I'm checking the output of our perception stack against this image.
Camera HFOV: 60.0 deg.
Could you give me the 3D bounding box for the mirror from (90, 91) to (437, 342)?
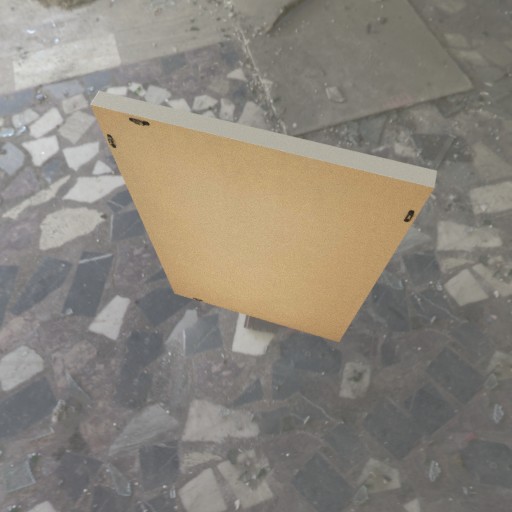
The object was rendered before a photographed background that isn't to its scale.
[{"bbox_3d":[0.000,0.000,1.166,0.609,0.914,0.041,15,65,8],"label":"mirror"}]
